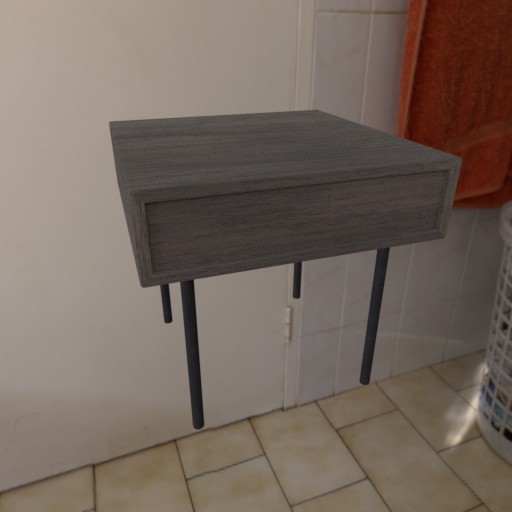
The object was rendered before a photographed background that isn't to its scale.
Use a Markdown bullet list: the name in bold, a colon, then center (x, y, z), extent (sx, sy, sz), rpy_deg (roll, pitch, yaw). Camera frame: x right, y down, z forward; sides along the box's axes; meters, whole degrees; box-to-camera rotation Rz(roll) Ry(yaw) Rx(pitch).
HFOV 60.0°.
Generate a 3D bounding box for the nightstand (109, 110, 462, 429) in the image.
- **nightstand**: center (0.000, 0.000, 0.933), extent (0.502, 0.497, 0.503), rpy_deg (-9, 28, -17)
